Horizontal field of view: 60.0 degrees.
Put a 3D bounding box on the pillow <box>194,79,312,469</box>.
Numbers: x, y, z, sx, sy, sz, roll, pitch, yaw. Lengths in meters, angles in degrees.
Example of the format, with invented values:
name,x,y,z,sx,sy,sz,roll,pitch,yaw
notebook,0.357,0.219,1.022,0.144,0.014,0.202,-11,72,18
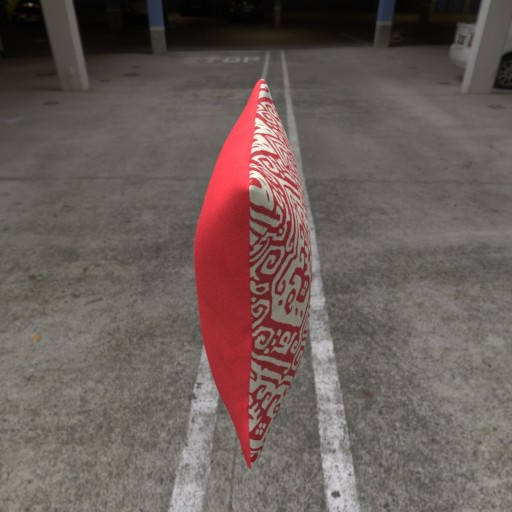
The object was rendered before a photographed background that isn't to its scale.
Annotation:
name,x,y,z,sx,sy,sz,roll,pitch,yaw
pillow,0.000,0.000,0.806,0.192,0.507,0.522,1,33,2
